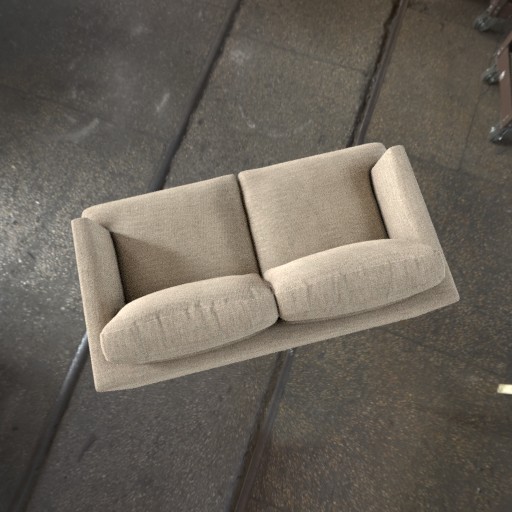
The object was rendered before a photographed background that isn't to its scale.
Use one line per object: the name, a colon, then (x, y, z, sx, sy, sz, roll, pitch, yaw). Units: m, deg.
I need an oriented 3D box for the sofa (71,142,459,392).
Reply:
sofa: (0.000, 0.000, 2.132, 1.582, 0.944, 0.903, -13, 75, -4)
